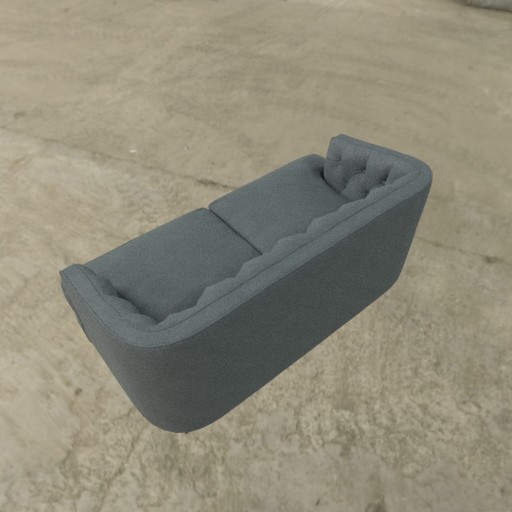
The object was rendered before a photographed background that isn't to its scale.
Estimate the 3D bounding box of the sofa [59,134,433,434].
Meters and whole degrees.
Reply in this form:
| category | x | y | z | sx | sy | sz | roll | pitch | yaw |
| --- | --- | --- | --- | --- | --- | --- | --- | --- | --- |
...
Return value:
| category | x | y | z | sx | sy | sz | roll | pitch | yaw |
| --- | --- | --- | --- | --- | --- | --- | --- | --- | --- |
| sofa | 0.000 | 0.000 | 2.275 | 1.733 | 0.855 | 0.941 | -31 | 53 | -26 |
